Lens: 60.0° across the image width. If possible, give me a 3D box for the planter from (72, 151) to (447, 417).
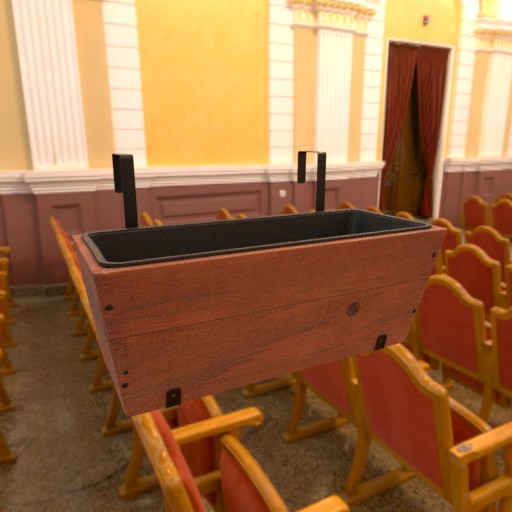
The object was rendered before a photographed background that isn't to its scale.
[{"bbox_3d":[0.000,0.000,0.646,0.480,0.289,0.262,-8,17,-26],"label":"planter"}]
